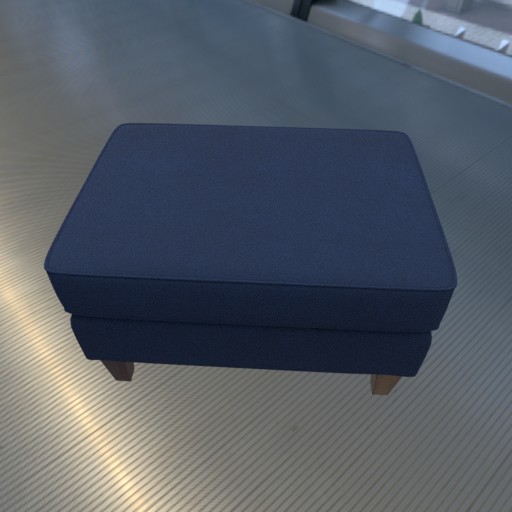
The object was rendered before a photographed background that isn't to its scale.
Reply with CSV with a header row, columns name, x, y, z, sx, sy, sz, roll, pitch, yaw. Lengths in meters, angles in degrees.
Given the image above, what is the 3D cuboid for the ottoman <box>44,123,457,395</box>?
name,x,y,z,sx,sy,sz,roll,pitch,yaw
ottoman,0.000,0.000,1.396,0.965,0.584,0.686,2,46,2
